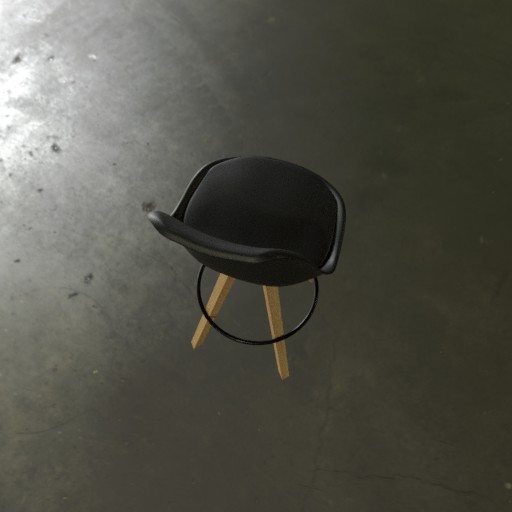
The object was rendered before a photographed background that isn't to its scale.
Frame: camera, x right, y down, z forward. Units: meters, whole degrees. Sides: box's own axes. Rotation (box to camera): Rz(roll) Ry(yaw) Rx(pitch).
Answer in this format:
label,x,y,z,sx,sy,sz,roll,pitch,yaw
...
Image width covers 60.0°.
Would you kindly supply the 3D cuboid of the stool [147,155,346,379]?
label,x,y,z,sx,sy,sz,roll,pitch,yaw
stool,0.000,0.000,1.401,0.485,1.115,0.550,17,66,8
